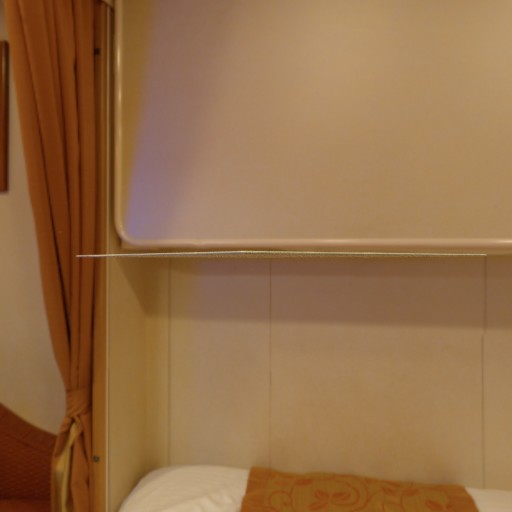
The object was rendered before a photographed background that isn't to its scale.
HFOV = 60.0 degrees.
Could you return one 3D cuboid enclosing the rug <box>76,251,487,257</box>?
[{"bbox_3d":[0.000,0.000,3.891,2.288,0.018,2.895,0,-1,-37],"label":"rug"}]
